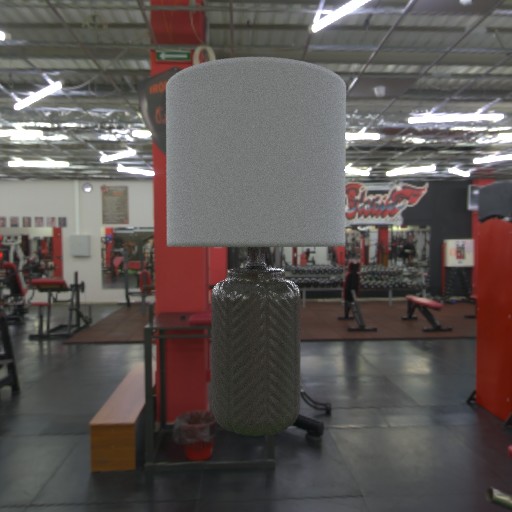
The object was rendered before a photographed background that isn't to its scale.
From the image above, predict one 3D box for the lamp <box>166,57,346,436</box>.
[{"bbox_3d":[0.000,0.000,0.515,0.203,0.389,0.203,0,2,0],"label":"lamp"}]
